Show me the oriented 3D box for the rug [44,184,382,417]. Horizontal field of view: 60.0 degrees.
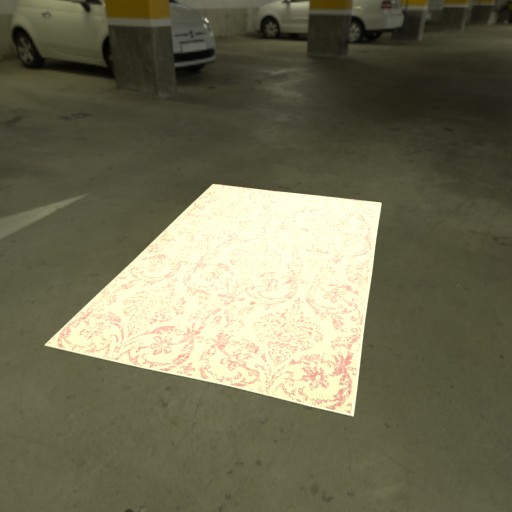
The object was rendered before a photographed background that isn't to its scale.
[{"bbox_3d":[0.000,0.000,3.544,1.819,0.018,2.746,9,31,14],"label":"rug"}]
